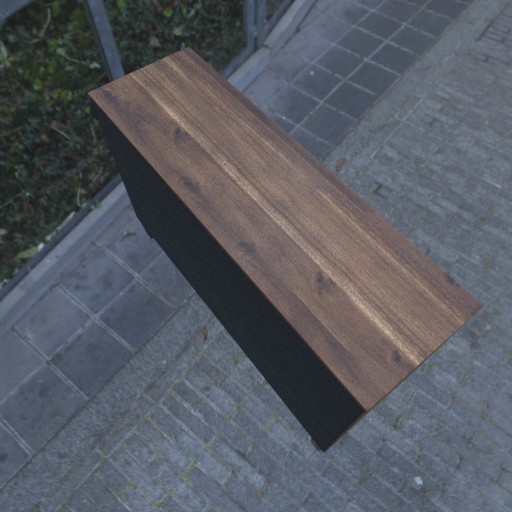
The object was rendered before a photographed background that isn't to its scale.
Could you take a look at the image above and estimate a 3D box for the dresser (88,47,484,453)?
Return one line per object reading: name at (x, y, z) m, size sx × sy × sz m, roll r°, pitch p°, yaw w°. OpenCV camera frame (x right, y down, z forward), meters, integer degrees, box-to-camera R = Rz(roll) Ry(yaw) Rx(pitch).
dresser at (0.000, 0.000, 1.751) m, size 0.438 × 0.892 × 1.387 m, roll -34°, pitch 65°, yaw -18°
